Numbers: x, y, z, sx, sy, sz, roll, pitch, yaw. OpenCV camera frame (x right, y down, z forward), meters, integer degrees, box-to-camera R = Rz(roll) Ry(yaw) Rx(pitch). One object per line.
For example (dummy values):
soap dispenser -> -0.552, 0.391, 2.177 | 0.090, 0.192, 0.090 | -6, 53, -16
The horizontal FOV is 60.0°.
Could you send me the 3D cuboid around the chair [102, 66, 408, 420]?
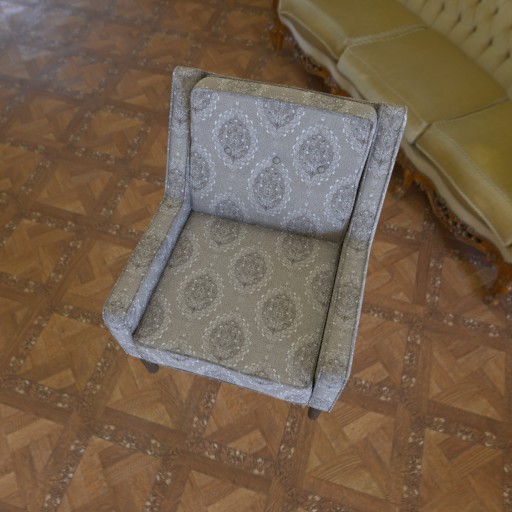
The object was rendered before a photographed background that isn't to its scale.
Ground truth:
chair -> 0.000, 0.000, 1.349 | 0.665, 0.797, 0.750 | 13, 59, 8
